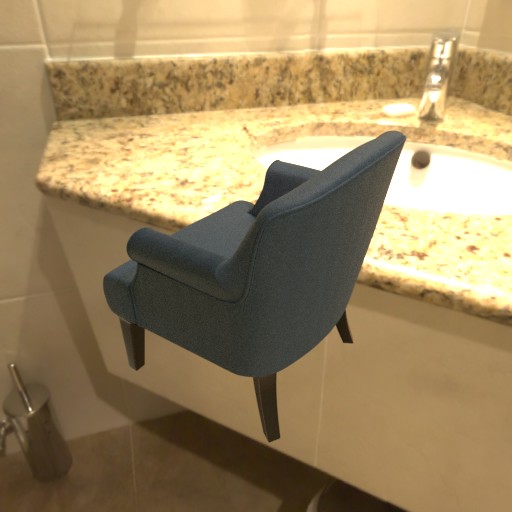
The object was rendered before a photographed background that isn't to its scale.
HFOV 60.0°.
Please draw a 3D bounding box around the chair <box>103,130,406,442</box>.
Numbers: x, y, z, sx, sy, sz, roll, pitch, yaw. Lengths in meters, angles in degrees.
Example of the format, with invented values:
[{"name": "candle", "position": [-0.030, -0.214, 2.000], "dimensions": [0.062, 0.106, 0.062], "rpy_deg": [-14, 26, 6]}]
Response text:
[{"name": "chair", "position": [0.000, 0.000, 1.482], "dimensions": [0.754, 0.878, 0.770], "rpy_deg": [21, 38, 30]}]
